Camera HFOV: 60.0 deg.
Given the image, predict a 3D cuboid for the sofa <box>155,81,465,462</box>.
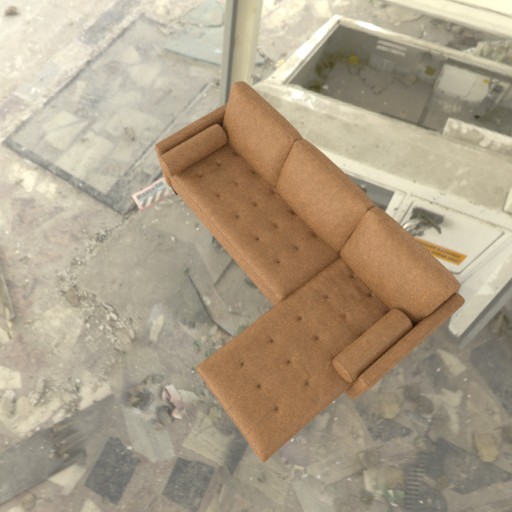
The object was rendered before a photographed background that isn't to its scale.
[{"bbox_3d":[0.000,0.000,2.969,1.506,0.876,2.178,-36,69,-16],"label":"sofa"}]
